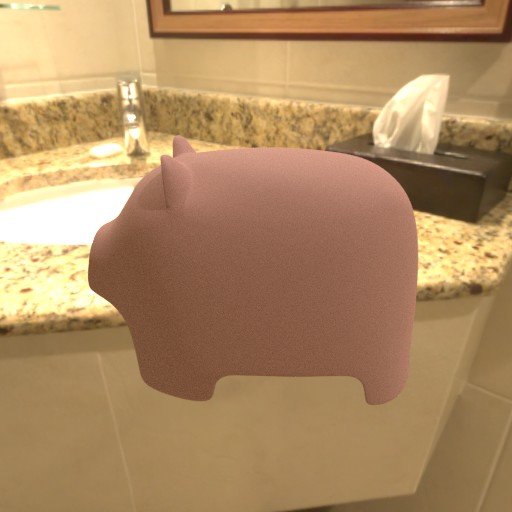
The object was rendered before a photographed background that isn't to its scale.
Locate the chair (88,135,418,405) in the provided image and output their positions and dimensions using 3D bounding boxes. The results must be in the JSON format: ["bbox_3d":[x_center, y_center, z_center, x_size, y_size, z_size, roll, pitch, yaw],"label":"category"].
[{"bbox_3d":[0.000,0.000,0.845,0.619,0.423,0.364,0,27,0],"label":"chair"}]
